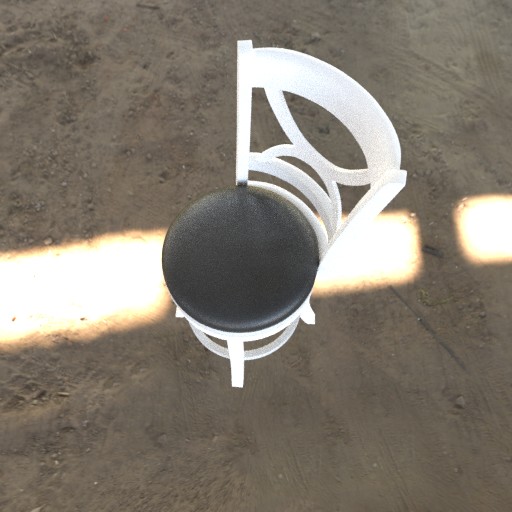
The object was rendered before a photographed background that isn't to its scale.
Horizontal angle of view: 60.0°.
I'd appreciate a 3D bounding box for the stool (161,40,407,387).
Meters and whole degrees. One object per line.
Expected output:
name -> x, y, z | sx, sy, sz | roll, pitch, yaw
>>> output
stool -> 0.000, 0.000, 1.216 | 0.508, 0.953, 0.444 | -38, 72, -15
